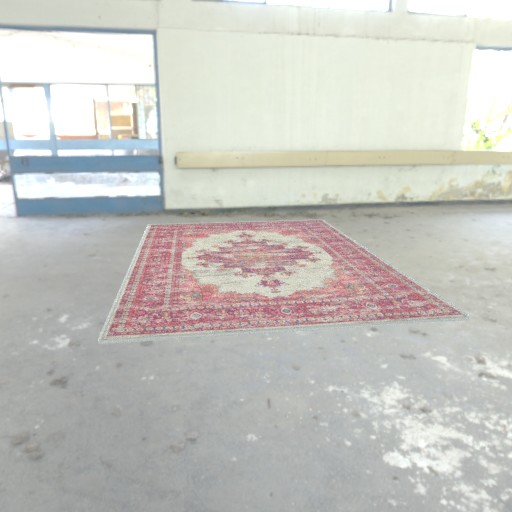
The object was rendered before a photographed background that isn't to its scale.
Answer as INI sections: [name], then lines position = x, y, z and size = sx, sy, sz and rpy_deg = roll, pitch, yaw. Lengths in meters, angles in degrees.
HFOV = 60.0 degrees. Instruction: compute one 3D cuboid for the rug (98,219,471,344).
[rug]
position = 0.000, 0.000, 2.239
size = 1.217, 0.011, 1.747
rpy_deg = -2, 16, -8
